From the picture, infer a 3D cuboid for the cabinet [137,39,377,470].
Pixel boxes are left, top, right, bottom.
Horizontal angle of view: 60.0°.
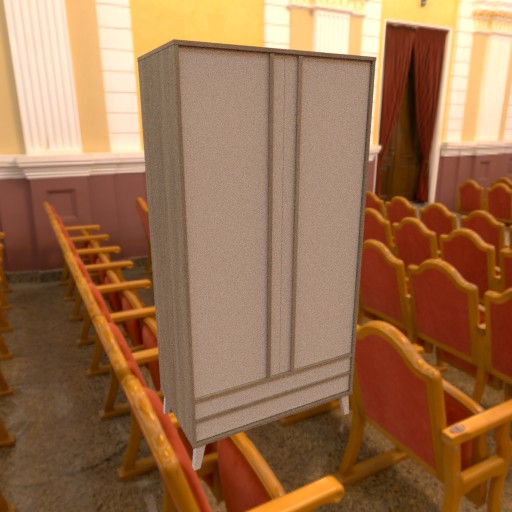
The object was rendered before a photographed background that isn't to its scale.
[{"bbox_3d":[0.000,0.000,2.425,1.006,1.999,0.571,-9,19,-27],"label":"cabinet"}]
